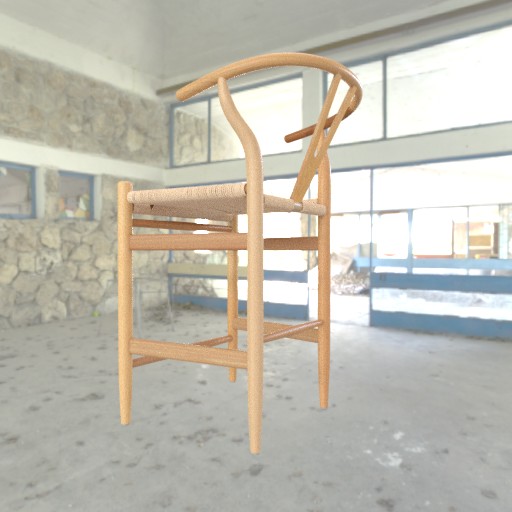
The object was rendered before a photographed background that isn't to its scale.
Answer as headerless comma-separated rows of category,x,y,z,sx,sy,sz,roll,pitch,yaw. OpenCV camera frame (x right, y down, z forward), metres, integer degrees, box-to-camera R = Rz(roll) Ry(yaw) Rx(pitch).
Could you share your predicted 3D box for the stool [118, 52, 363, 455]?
stool,0.000,0.000,1.256,0.575,0.923,0.536,0,1,35
